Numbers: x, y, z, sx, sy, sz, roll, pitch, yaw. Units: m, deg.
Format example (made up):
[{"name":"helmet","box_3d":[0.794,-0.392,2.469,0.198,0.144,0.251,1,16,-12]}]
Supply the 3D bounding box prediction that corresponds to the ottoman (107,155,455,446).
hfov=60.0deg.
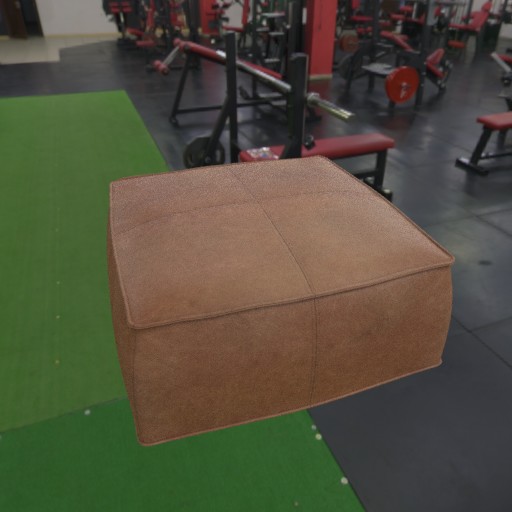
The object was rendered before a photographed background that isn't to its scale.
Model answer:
[{"name":"ottoman","box_3d":[0.000,0.000,1.397,0.902,0.395,0.901,-10,34,-15]}]
